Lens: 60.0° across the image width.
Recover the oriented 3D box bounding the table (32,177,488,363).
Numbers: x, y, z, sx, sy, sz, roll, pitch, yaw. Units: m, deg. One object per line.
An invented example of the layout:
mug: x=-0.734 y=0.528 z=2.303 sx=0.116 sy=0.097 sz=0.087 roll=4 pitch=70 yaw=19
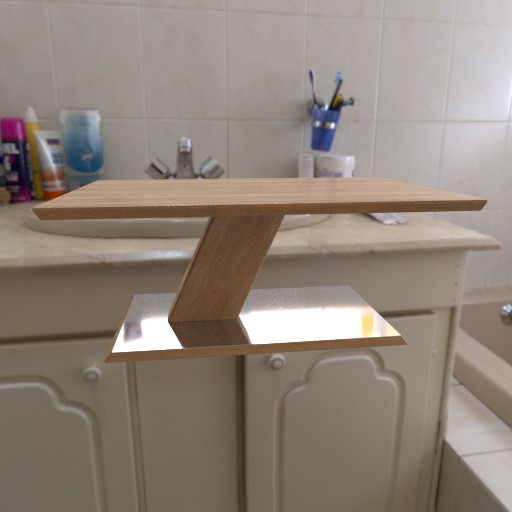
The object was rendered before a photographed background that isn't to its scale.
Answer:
table: x=0.000 y=0.000 z=1.446 sx=1.100 sy=0.441 sz=0.692 roll=-2 pitch=15 yaw=-7
